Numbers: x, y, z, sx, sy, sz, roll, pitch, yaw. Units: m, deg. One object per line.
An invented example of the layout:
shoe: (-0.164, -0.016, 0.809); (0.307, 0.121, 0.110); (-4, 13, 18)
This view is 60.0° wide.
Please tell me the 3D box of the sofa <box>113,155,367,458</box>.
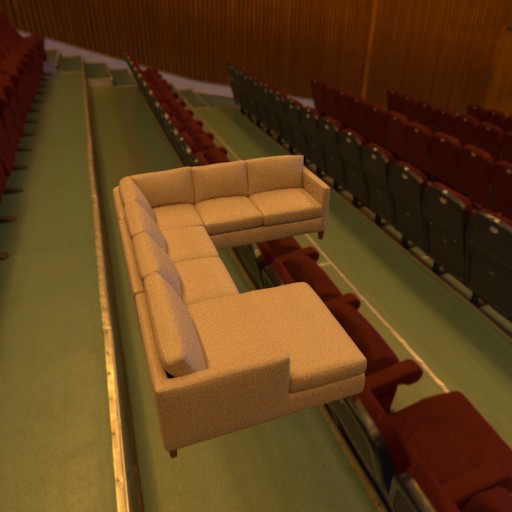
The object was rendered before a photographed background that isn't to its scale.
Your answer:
sofa: (0.000, 0.000, 4.622); (2.594, 0.961, 3.460); (-11, 34, -17)
